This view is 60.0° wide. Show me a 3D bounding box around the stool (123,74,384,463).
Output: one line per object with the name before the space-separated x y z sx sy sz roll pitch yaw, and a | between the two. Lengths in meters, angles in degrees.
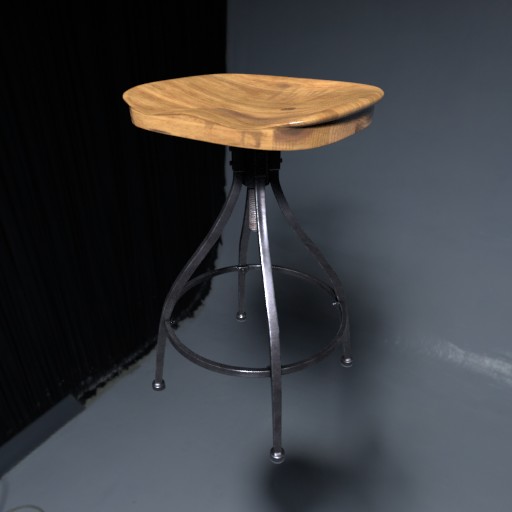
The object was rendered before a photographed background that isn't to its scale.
stool | 0.000 0.000 0.967 0.432 0.694 0.424 18 34 30
